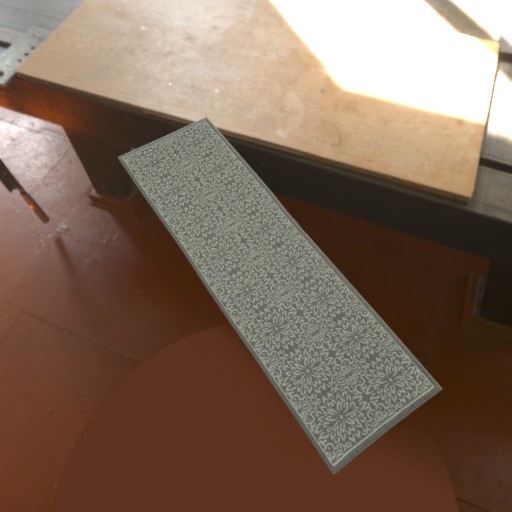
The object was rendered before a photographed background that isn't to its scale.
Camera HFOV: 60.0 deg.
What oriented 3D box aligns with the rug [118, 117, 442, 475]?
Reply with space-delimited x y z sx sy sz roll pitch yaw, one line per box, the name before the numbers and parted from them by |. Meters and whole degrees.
rug | 0.000 0.000 2.465 0.662 0.011 2.196 -30 64 -16
